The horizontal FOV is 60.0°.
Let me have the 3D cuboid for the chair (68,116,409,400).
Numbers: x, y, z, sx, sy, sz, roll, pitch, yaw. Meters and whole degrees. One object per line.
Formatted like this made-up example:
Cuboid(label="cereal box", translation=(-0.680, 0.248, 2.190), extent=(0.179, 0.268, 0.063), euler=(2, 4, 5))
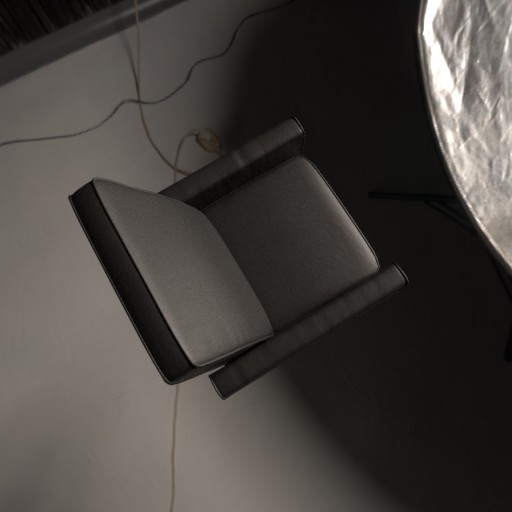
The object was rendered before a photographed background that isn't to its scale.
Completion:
Cuboid(label="chair", translation=(0.000, 0.000, 1.499), extent=(0.746, 1.013, 0.705), euler=(-30, 78, -7))
